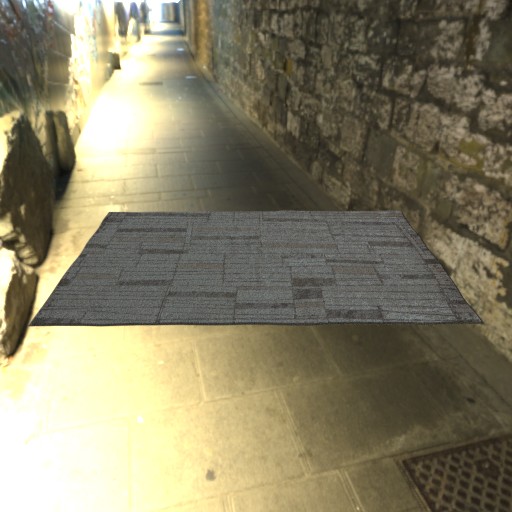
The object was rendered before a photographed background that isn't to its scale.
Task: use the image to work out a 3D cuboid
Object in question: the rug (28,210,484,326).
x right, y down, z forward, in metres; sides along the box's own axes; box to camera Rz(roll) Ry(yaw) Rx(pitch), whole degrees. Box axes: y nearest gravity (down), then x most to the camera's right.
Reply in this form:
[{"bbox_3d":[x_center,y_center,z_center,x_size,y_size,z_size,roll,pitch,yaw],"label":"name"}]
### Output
[{"bbox_3d":[0.000,0.000,3.033,2.444,0.023,1.531,0,29,0],"label":"rug"}]
